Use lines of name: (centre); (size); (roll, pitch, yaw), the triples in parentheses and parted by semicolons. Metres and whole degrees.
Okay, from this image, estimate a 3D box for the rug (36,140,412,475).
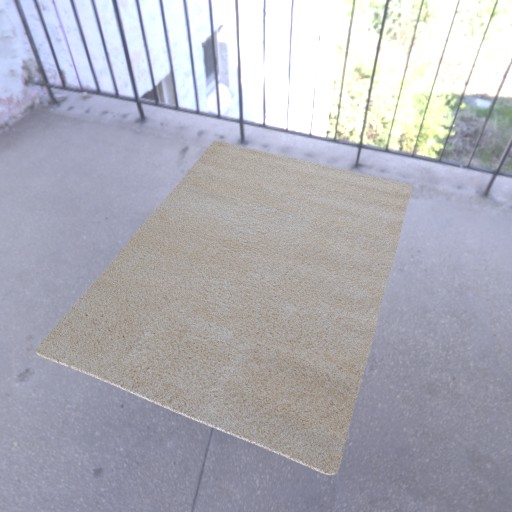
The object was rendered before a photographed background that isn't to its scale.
rug: (0.000, 0.000, 2.064); (1.199, 0.025, 1.600); (16, 49, 15)
